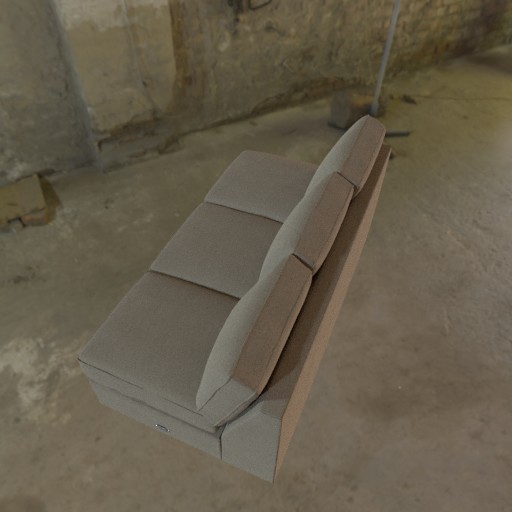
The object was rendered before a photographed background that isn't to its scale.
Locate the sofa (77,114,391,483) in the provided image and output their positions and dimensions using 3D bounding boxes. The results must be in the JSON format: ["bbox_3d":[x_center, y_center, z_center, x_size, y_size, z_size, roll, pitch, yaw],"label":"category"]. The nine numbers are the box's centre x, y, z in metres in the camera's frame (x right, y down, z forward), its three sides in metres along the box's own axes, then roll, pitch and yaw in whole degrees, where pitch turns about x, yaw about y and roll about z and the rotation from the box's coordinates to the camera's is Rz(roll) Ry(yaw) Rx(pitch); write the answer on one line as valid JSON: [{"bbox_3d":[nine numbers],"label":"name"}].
[{"bbox_3d":[0.000,0.000,2.725,1.127,1.036,2.092,17,49,16],"label":"sofa"}]
